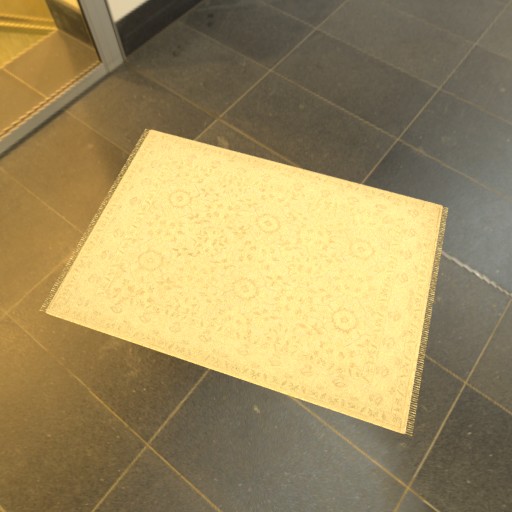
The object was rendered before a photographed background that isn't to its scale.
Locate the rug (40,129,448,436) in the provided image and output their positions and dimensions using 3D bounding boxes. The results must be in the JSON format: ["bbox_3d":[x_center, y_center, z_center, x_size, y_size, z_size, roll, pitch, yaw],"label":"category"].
[{"bbox_3d":[0.000,0.000,2.822,2.233,0.011,1.514,16,64,8],"label":"rug"}]
